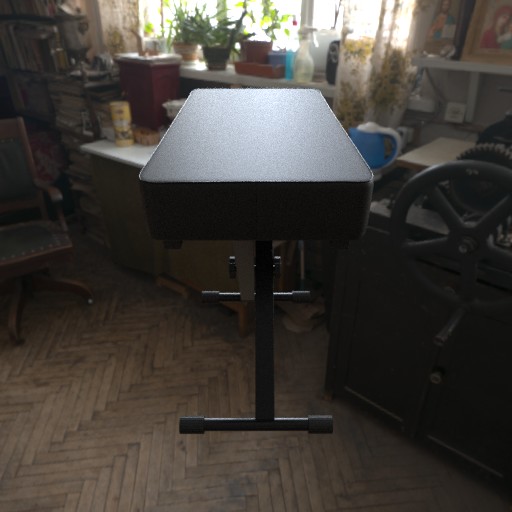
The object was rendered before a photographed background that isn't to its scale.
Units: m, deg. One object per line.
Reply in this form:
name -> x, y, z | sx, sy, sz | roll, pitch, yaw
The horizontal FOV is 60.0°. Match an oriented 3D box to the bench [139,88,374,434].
bench -> 0.000, 0.000, 0.927 | 0.300, 0.561, 0.600 | 0, 31, 0
